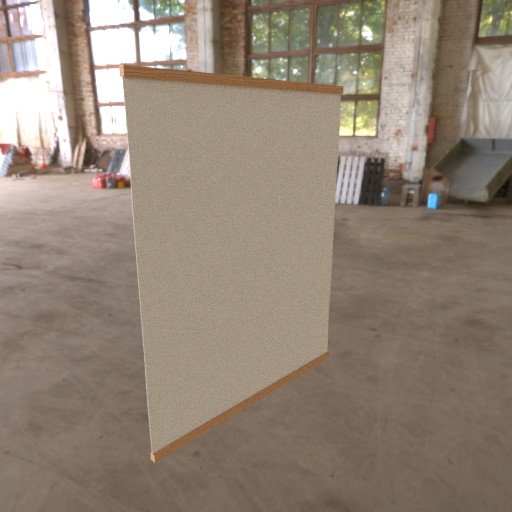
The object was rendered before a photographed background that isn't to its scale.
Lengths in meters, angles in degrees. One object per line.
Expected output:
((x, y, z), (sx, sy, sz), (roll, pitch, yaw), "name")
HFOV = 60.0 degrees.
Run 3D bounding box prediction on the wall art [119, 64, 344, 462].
((0.000, 0.000, 0.678), (0.010, 0.507, 0.404), (16, 23, 43), "wall art")
